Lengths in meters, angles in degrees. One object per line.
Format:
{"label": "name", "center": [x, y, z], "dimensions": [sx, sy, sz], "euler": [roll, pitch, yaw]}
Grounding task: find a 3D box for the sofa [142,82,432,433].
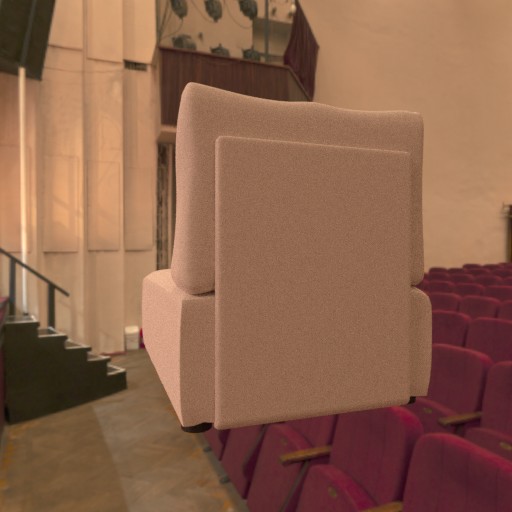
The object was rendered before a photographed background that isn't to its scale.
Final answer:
{"label": "sofa", "center": [0.000, 0.000, 1.558], "dimensions": [0.700, 0.820, 1.000], "euler": [0, 1, -19]}
